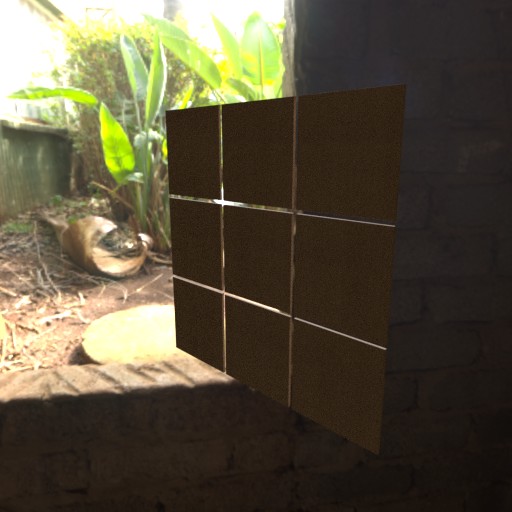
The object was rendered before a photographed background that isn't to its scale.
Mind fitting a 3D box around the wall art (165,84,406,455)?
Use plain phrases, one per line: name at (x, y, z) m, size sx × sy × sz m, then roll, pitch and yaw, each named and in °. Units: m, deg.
wall art at (0.000, 0.000, 1.831) m, size 0.013 × 1.218 × 1.219 m, roll -13°, pitch 18°, yaw -43°
